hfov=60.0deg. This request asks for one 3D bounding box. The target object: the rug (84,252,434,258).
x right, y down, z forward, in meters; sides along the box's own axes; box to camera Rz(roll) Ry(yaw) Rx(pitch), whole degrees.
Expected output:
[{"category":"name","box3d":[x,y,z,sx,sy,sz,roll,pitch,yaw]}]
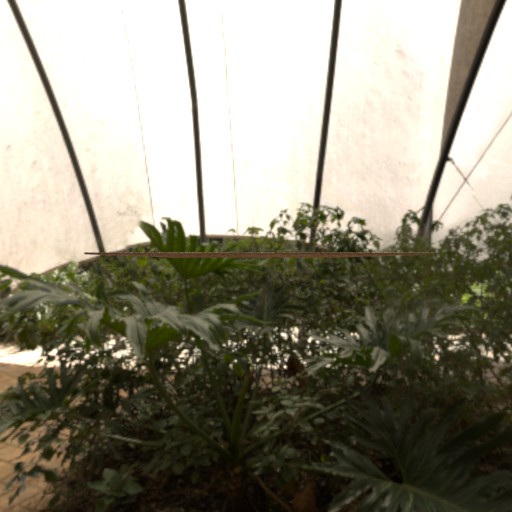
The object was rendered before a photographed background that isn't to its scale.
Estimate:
[{"category":"rug","box3d":[0.000,0.000,3.144,1.545,0.010,2.440,0,-1,-1]}]
